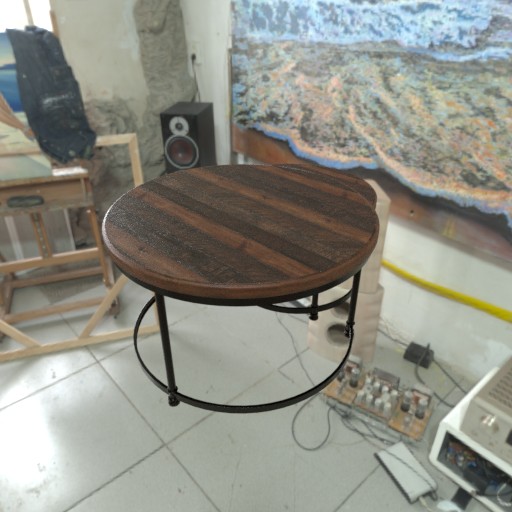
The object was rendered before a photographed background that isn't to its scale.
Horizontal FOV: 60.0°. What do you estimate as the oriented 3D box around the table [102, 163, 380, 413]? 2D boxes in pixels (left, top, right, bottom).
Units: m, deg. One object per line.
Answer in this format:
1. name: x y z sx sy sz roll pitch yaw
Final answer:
1. table: 0.000 0.000 1.679 0.870 0.516 1.152 10 33 16
